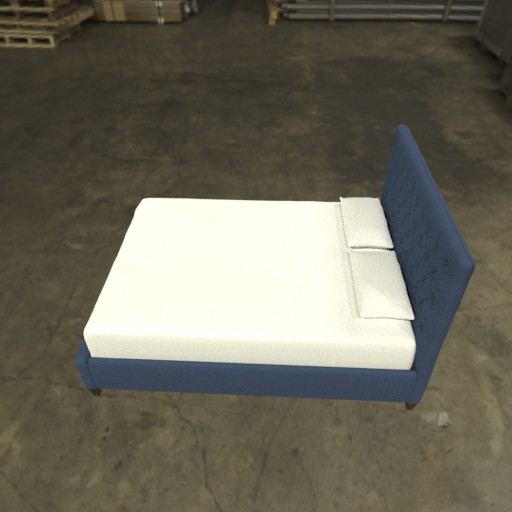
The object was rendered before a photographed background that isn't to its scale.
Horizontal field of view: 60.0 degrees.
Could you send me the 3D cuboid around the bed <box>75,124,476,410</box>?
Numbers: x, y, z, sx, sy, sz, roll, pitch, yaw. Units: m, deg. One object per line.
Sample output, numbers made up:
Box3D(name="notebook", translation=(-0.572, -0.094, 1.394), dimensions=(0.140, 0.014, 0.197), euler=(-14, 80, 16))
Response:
Box3D(name="bed", translation=(0.000, 0.000, 3.394), dimensions=(2.387, 1.427, 1.706), euler=(2, 41, 2))
